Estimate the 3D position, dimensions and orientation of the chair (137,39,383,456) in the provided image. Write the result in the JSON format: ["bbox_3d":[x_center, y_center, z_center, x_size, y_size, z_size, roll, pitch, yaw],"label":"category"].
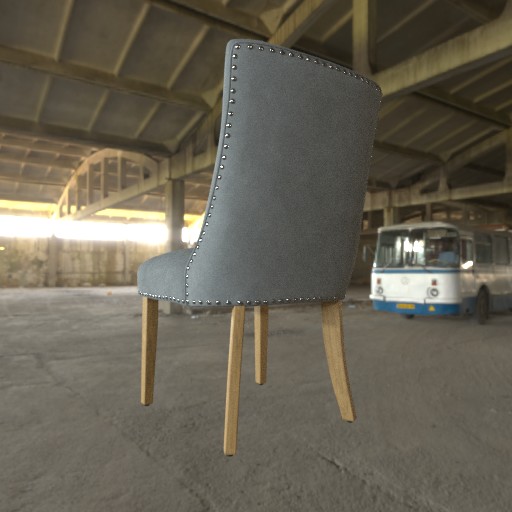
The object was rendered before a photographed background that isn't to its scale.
[{"bbox_3d":[0.000,0.000,1.248,0.495,0.902,0.610,1,-2,-34],"label":"chair"}]
